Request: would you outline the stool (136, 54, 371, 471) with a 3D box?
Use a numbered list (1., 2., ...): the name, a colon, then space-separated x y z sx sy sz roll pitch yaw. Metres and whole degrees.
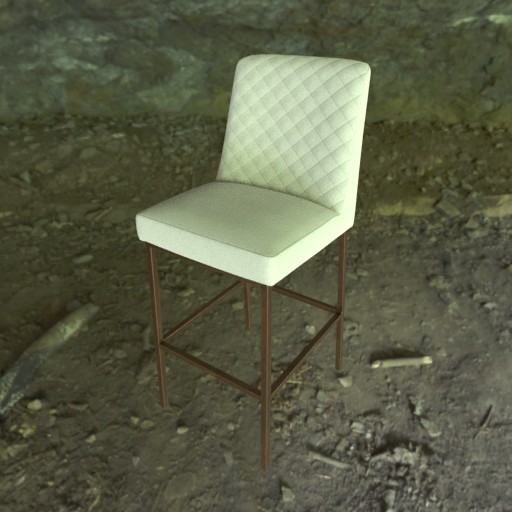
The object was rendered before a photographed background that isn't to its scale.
1. stool: 0.000 0.000 1.355 0.462 1.084 0.546 18 34 30
